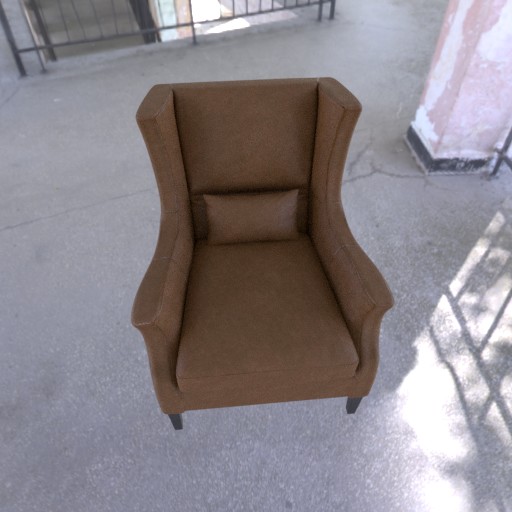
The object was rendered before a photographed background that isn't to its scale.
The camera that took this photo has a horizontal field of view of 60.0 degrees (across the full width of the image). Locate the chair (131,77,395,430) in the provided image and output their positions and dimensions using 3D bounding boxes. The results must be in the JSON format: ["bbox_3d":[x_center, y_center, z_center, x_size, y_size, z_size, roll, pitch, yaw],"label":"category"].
[{"bbox_3d":[0.000,0.000,1.690,0.852,1.016,0.925,-4,46,-4],"label":"chair"}]
